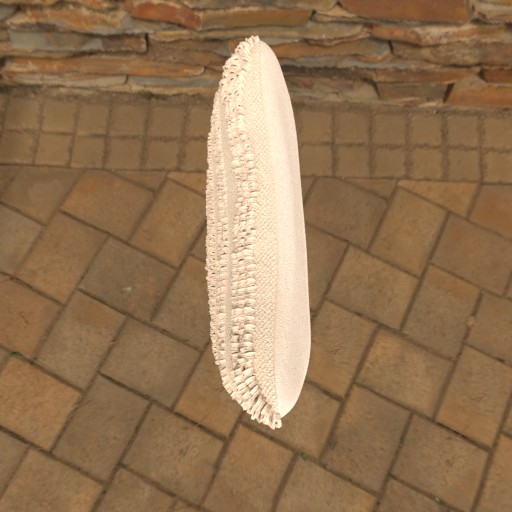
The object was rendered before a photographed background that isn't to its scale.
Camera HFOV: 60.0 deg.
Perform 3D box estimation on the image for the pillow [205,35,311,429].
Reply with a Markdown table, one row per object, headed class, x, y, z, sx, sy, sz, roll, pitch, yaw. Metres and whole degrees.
| class | x | y | z | sx | sy | sz | roll | pitch | yaw |
| --- | --- | --- | --- | --- | --- | --- | --- | --- | --- |
| pillow | 0.000 | 0.000 | 0.662 | 0.145 | 0.427 | 0.437 | -2 | 76 | -1 |
